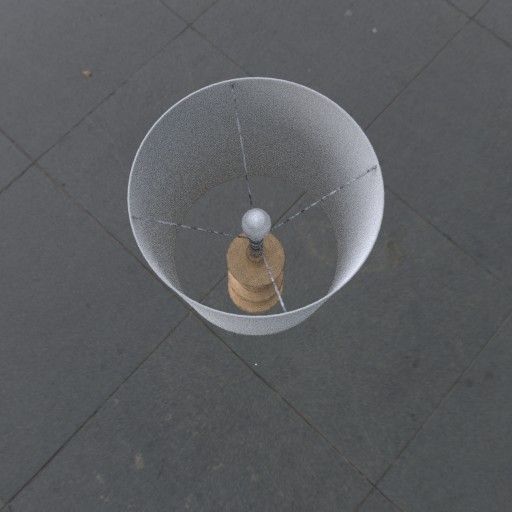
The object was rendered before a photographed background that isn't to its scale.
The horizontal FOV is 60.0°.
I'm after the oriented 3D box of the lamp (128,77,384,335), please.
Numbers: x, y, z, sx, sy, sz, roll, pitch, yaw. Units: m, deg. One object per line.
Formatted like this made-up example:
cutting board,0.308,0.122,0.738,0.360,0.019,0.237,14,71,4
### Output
lamp,0.000,0.000,0.581,0.208,0.455,0.208,-32,78,-7
